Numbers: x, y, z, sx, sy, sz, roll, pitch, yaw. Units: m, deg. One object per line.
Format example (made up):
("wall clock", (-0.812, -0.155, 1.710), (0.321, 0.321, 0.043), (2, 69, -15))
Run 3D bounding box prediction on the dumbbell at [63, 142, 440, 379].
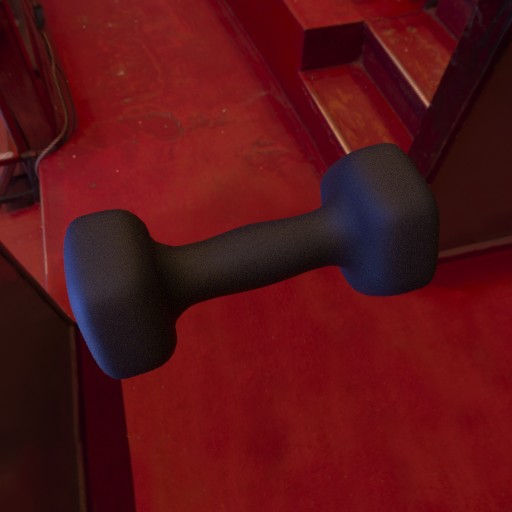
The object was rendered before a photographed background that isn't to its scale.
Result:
("dumbbell", (0.000, 0.000, 0.297), (0.231, 0.101, 0.112), (-15, 59, -9))
